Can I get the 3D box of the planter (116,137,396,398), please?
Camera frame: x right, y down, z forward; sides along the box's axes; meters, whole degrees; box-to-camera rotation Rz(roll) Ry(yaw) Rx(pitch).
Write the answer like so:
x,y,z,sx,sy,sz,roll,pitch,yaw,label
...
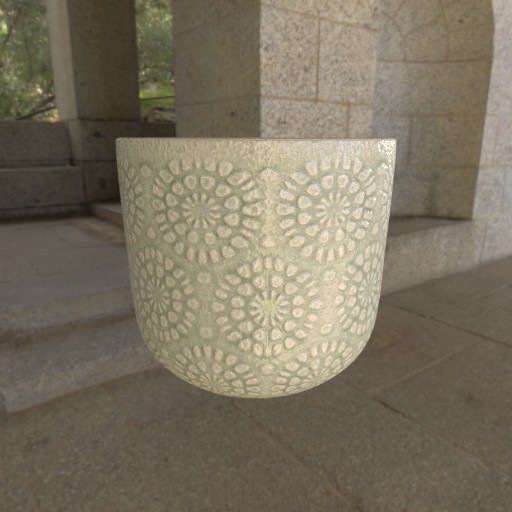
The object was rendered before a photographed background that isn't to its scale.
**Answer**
x,y,z,sx,sy,sz,roll,pitch,yaw,label
0.000,0.000,0.298,0.169,0.153,0.169,0,15,0,planter
